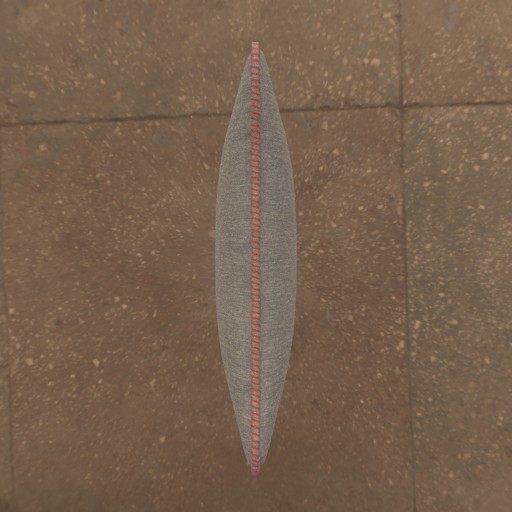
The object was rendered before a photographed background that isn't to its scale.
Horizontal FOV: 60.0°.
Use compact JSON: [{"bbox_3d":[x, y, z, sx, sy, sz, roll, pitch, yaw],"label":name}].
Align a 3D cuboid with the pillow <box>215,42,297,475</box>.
[{"bbox_3d":[0.000,0.000,0.715,0.124,0.491,0.482,0,90,0],"label":"pillow"}]
